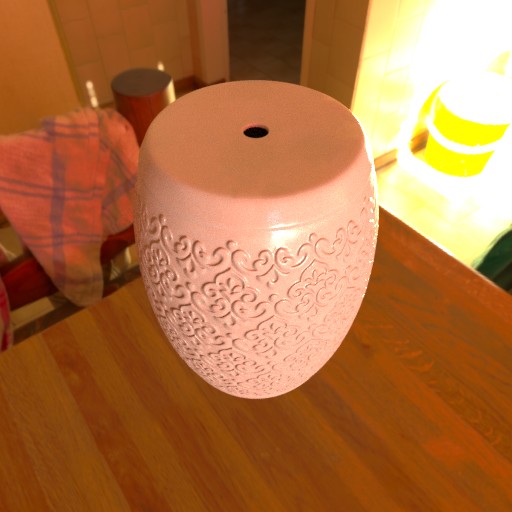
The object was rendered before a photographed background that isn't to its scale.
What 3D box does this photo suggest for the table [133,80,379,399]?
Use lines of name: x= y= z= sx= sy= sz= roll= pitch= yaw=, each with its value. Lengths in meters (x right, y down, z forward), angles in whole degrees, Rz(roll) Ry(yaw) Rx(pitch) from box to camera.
table: x=0.000 y=0.000 z=0.613 sx=0.309 sy=0.397 sz=0.309 roll=0 pitch=48 yaw=0
